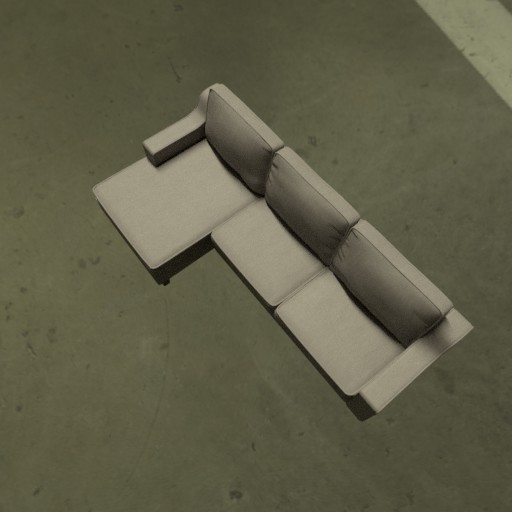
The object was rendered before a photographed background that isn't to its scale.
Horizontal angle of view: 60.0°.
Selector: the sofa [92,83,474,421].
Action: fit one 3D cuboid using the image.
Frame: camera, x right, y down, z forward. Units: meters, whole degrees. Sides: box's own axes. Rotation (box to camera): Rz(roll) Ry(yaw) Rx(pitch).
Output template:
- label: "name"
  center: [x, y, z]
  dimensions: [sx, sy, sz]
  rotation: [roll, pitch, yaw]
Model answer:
- label: "sofa"
  center: [0.000, 0.000, 3.137]
  dimensions: [1.294, 0.928, 2.561]
  rotation: [-35, 69, -16]
